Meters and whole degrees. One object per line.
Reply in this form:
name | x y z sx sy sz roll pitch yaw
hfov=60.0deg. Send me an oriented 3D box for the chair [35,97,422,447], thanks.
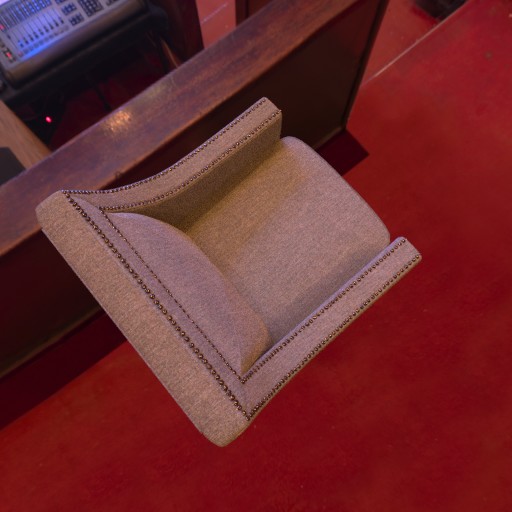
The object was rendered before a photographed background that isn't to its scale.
chair | 0.000 0.000 1.588 0.884 0.967 0.776 -40 79 -9
